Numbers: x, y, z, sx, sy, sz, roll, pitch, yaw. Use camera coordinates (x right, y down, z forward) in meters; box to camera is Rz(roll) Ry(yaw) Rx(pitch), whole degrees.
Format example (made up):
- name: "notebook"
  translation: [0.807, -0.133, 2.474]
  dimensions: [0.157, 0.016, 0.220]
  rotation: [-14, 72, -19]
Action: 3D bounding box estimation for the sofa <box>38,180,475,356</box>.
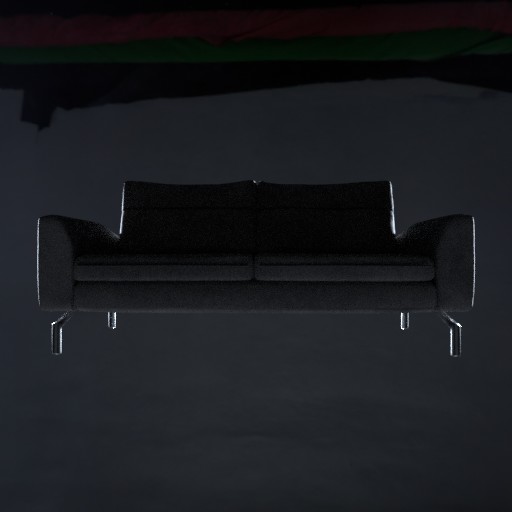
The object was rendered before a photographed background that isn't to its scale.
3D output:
- name: "sofa"
  translation: [0.000, 0.000, 2.257]
  dimensions: [1.837, 0.859, 0.849]
  rotation: [0, 0, 1]
